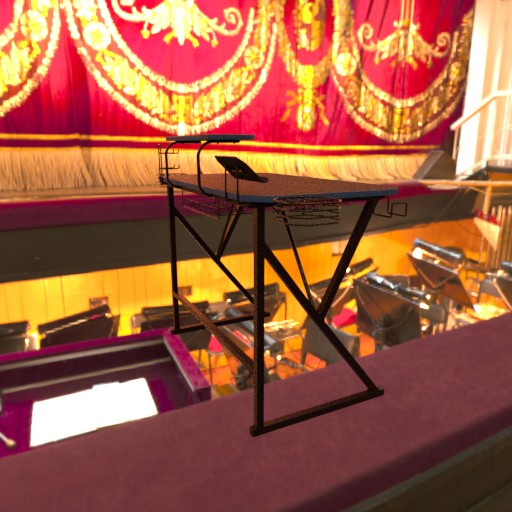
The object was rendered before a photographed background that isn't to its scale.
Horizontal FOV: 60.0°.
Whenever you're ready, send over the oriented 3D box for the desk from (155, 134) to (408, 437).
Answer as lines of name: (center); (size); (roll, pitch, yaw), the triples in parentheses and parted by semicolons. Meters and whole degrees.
desk: (0.000, 0.000, 1.747); (0.594, 0.909, 1.295); (-7, 16, -26)
